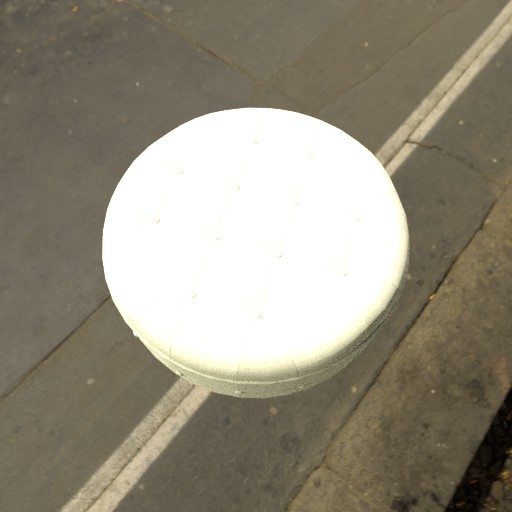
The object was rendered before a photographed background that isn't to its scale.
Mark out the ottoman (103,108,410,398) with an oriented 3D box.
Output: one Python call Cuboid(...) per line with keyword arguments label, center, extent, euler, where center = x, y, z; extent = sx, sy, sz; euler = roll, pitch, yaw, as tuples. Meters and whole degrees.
Cuboid(label="ottoman", center=(0.000, 0.000, 1.385), extent=(0.850, 0.483, 0.850), euler=(0, 63, 0))
